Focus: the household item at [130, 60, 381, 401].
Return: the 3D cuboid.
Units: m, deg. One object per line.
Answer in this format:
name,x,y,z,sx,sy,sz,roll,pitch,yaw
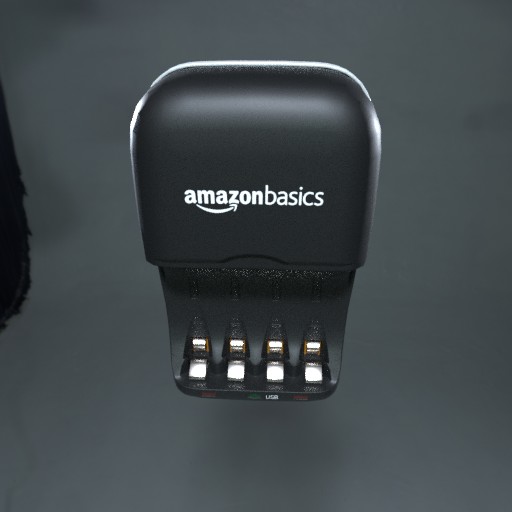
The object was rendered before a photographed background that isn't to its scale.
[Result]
household item,0.000,0.000,0.144,0.070,0.114,0.038,1,31,2
